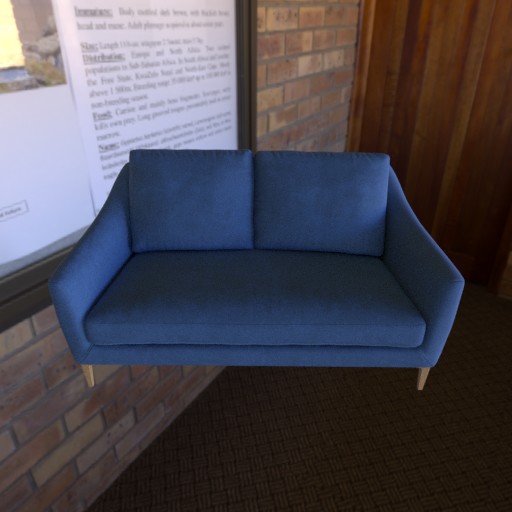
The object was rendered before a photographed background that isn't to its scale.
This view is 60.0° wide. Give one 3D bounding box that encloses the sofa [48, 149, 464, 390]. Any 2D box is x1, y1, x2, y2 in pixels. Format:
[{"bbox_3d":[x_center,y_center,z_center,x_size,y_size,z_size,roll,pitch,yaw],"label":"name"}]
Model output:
[{"bbox_3d":[0.000,0.000,2.170,1.619,0.902,0.960,0,29,1],"label":"sofa"}]
